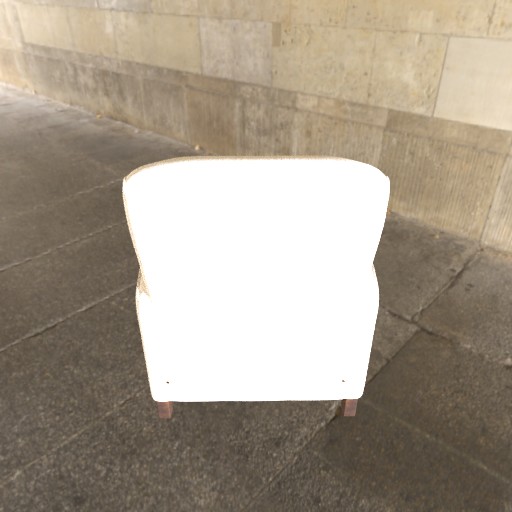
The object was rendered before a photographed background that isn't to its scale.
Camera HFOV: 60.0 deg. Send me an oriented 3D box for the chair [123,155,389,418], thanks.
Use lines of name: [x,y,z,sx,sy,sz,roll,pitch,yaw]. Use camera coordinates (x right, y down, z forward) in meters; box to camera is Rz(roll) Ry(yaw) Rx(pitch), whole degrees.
chair: [0.000,0.000,1.708,0.841,1.028,0.858,-1,32,-1]
